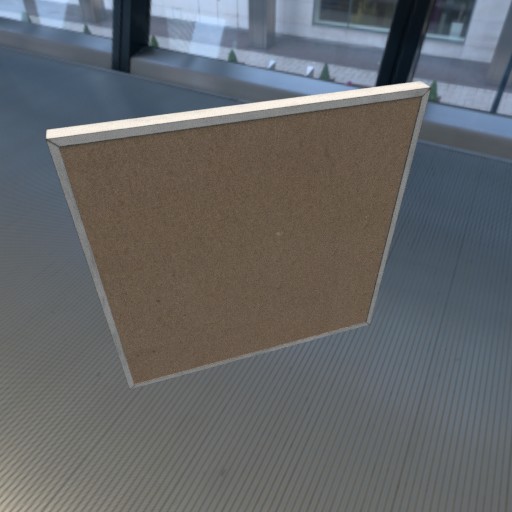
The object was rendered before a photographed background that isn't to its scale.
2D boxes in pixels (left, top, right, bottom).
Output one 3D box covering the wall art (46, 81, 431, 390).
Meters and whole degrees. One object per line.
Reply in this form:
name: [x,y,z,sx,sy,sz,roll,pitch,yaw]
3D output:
wall art: [0.000,0.000,1.103,0.762,0.762,0.038,-12,42,-14]
